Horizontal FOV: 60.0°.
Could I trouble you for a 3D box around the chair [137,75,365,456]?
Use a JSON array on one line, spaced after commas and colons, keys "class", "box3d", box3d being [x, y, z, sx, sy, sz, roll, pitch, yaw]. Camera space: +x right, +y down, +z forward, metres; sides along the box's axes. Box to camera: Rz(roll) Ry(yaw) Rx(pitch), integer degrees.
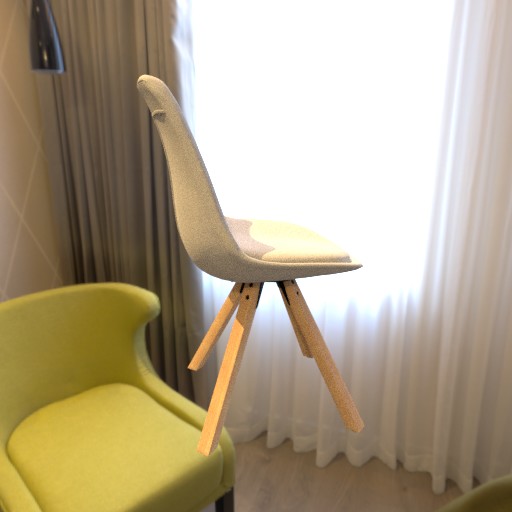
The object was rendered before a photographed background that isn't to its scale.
[{"class": "chair", "box3d": [0.000, 0.000, 1.176, 0.549, 0.863, 0.474, -3, 17, -11]}]
